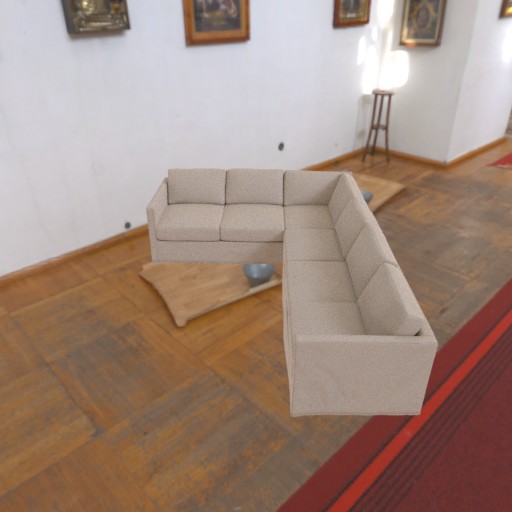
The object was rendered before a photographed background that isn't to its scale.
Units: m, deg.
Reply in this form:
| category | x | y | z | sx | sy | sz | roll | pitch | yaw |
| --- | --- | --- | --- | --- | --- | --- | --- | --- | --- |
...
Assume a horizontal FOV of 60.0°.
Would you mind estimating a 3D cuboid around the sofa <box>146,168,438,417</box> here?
| category | x | y | z | sx | sy | sz | roll | pitch | yaw |
| --- | --- | --- | --- | --- | --- | --- | --- | --- | --- |
| sofa | 0.000 | 0.000 | 4.363 | 2.432 | 0.871 | 3.182 | 1 | 29 | 1 |
